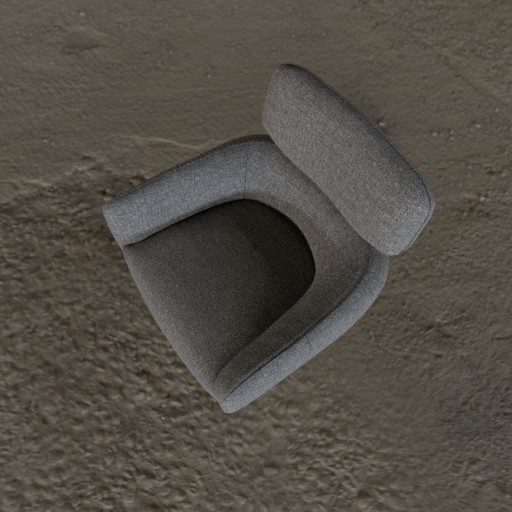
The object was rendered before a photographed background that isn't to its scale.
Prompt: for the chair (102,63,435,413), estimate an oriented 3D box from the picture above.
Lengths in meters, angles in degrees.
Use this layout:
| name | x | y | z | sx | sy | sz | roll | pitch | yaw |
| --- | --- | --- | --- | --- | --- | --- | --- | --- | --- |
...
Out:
| name | x | y | z | sx | sy | sz | roll | pitch | yaw |
| --- | --- | --- | --- | --- | --- | --- | --- | --- | --- |
| chair | 0.000 | 0.000 | 1.373 | 0.715 | 0.812 | 0.706 | -32 | 67 | -15 |
